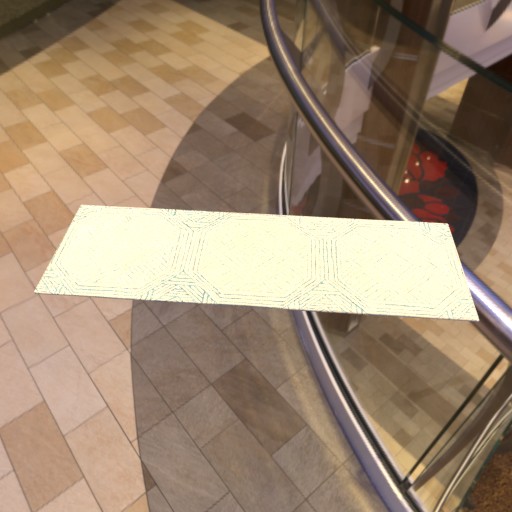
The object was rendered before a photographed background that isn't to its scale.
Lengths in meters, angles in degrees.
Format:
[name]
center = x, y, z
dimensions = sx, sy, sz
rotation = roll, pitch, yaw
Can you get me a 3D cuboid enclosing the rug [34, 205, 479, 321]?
[rug]
center = 0.000, 0.000, 2.695
dimensions = 2.452, 0.012, 0.775
rotation = 3, 47, 3
